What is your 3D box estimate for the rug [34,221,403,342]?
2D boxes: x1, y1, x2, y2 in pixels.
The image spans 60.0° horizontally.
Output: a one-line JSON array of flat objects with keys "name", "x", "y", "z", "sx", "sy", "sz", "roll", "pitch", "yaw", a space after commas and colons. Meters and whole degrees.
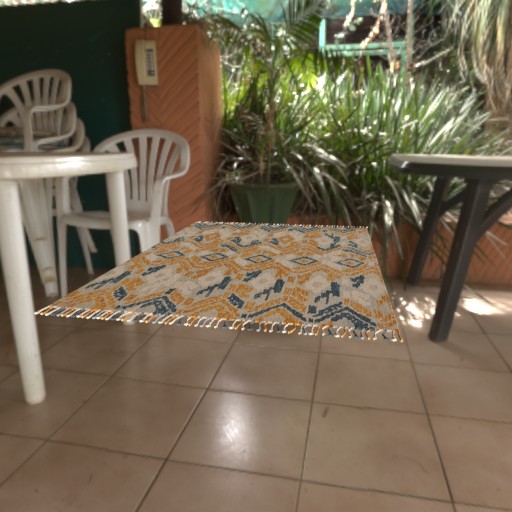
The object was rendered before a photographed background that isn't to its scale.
[{"name": "rug", "x": 0.000, "y": 0.000, "z": 2.285, "sx": 1.230, "sy": 0.008, "sz": 1.827, "roll": 3, "pitch": 15, "yaw": 10}]
